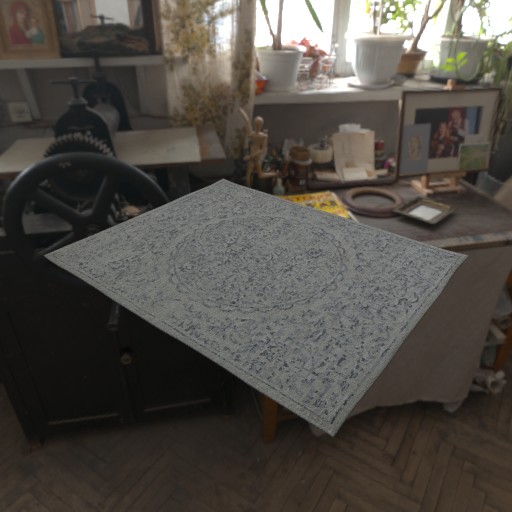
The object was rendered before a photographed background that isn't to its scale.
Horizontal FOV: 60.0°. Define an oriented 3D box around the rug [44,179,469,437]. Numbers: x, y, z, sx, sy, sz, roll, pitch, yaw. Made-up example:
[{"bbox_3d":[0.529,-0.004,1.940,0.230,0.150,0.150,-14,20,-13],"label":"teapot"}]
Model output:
[{"bbox_3d":[0.000,0.000,3.890,2.925,0.026,2.343,23,38,32],"label":"rug"}]
